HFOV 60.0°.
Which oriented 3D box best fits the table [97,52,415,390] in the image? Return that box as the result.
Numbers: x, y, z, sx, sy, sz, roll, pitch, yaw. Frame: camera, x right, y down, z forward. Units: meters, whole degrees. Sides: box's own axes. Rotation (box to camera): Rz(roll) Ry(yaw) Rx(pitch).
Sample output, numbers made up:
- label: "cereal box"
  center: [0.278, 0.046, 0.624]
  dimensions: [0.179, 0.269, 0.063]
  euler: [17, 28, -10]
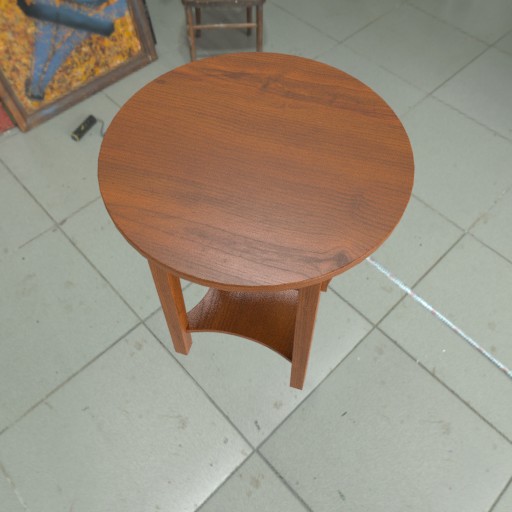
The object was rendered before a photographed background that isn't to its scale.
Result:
- label: "table"
  center: [0.000, 0.000, 0.908]
  dimensions: [0.457, 0.610, 0.457]
  euler: [0, 59, 0]
